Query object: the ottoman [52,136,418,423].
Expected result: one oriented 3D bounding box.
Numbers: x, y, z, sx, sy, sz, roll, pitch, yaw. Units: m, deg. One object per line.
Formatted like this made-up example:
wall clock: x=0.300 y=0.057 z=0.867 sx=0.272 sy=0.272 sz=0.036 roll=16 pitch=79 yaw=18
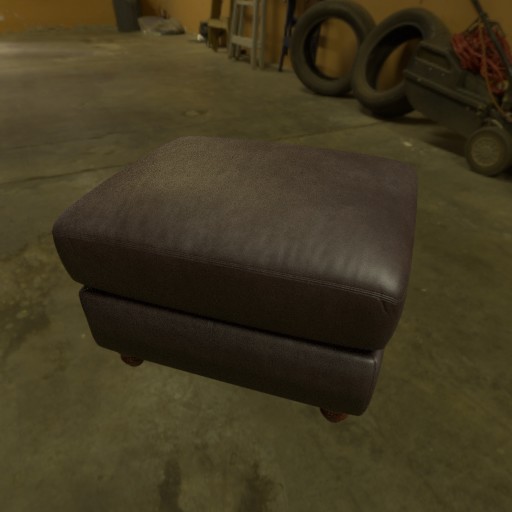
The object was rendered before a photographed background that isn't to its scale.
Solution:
ottoman: x=0.000 y=0.000 z=1.262 sx=0.806 sy=0.569 sz=0.670 roll=10 pitch=34 yaw=16
